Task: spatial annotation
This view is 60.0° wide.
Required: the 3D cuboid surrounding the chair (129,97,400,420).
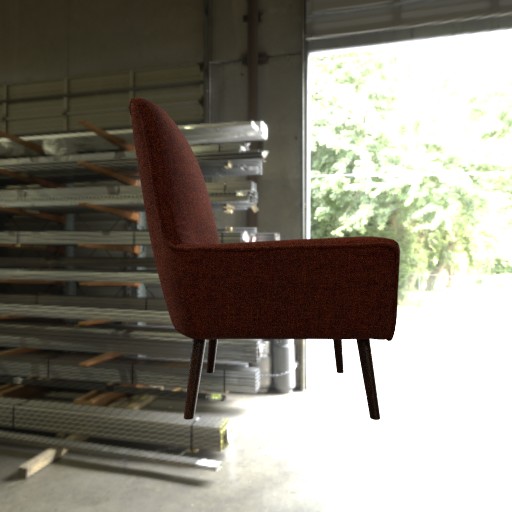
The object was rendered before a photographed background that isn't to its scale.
[{"bbox_3d":[0.000,0.000,1.504,0.784,0.911,0.803,0,-1,0],"label":"chair"}]
